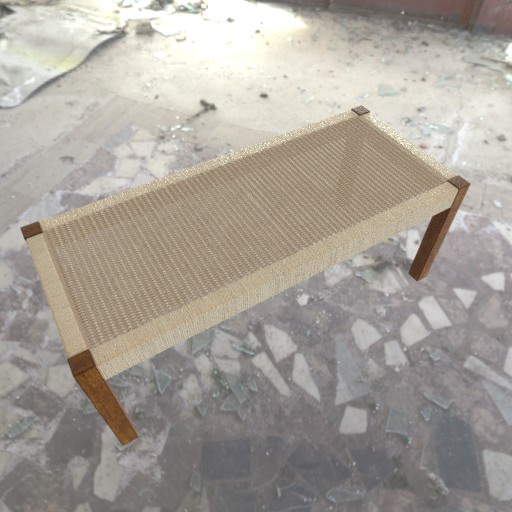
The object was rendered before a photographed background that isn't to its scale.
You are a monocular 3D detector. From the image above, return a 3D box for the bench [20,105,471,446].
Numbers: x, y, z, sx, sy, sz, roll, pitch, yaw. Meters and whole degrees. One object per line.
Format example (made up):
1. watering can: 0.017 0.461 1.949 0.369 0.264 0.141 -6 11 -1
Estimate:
1. bench: 0.000 0.000 1.443 1.198 0.457 0.507 -25 54 -19
